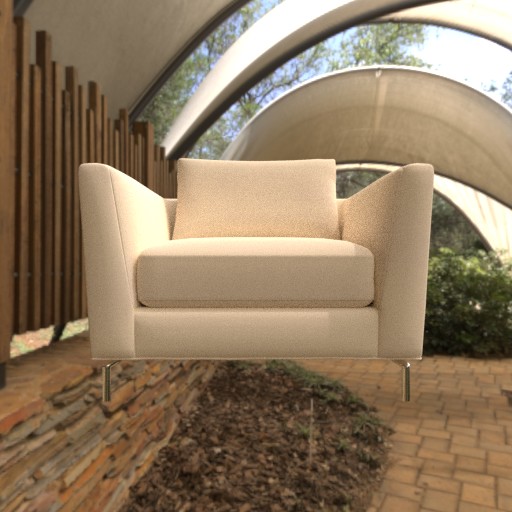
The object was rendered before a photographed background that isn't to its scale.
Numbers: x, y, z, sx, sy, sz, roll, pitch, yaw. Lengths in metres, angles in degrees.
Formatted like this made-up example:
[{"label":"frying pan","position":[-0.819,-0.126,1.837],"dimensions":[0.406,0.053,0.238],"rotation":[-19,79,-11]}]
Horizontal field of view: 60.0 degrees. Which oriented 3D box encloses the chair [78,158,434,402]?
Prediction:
[{"label":"chair","position":[0.000,0.000,1.701],"dimensions":[1.041,0.865,0.889],"rotation":[0,0,0]}]
